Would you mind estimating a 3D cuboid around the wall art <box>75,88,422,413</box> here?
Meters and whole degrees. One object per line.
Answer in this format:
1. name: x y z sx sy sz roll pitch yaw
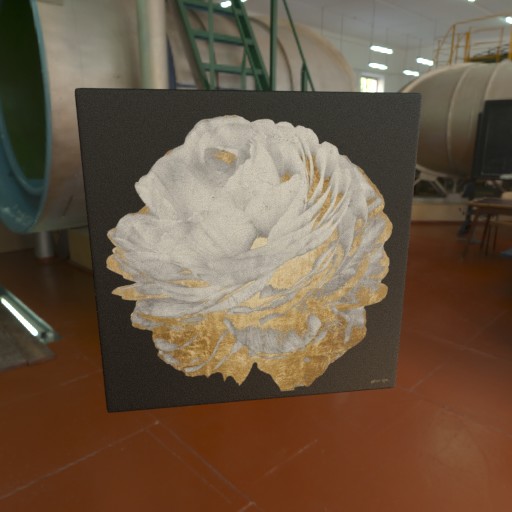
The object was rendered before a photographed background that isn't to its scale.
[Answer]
1. wall art: 0.000 0.000 0.584 0.406 0.407 0.041 -2 15 -8
